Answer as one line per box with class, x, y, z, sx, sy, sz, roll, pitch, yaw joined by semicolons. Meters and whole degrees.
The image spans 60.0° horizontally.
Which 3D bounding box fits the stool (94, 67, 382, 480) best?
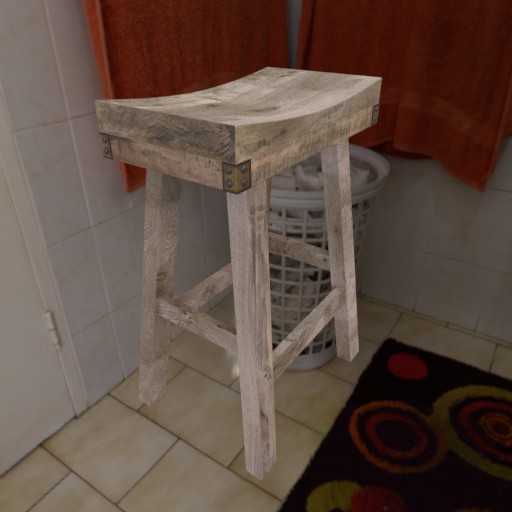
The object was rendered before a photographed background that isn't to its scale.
stool;0.000;0.000;0.881;0.330;0.635;0.450;20;35;30
